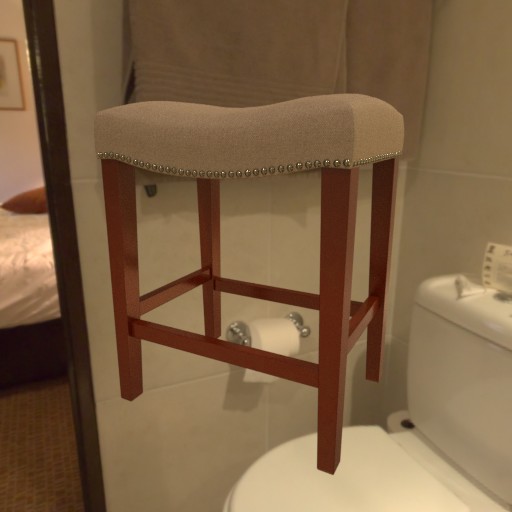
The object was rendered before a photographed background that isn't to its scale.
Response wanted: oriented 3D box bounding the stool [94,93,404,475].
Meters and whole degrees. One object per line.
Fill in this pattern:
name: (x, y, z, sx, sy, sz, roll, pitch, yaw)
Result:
stool: (0.000, 0.000, 0.946, 0.509, 0.632, 0.375, 8, 18, 27)
